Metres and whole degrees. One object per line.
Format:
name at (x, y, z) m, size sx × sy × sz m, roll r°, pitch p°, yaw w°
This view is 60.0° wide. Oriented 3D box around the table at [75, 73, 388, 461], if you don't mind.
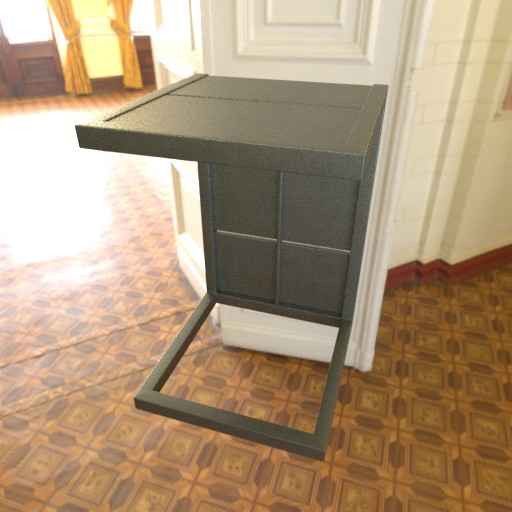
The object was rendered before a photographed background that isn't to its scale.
table at (0.000, 0.000, 0.903) m, size 0.405 × 0.609 × 0.420 m, roll 10°, pitch 33°, yaw 15°
